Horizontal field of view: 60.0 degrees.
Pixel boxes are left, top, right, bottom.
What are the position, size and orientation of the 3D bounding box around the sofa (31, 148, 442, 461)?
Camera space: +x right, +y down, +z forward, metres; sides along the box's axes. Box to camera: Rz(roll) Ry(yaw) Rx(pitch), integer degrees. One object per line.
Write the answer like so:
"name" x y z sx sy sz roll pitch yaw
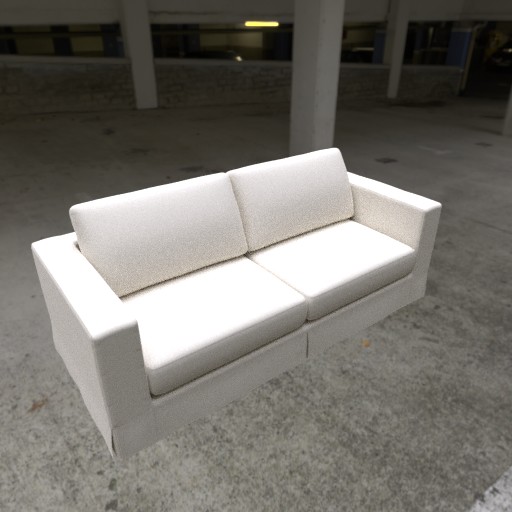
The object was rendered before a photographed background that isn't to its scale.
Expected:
"sofa" 0.000 0.000 2.550 2.163 0.881 0.954 -20 34 -32
